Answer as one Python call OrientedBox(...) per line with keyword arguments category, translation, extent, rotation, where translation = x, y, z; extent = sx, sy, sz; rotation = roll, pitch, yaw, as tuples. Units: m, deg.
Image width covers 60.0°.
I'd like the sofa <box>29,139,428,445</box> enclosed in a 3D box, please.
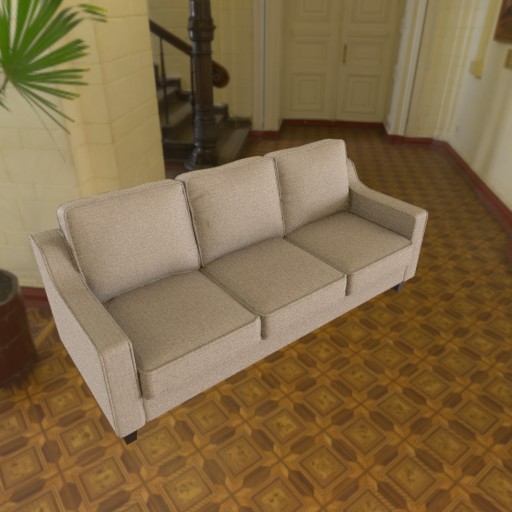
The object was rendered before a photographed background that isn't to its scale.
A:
OrientedBox(category="sofa", translation=(0.000, 0.000, 2.570), extent=(2.129, 0.950, 0.899), rotation=(-21, 37, -32))
